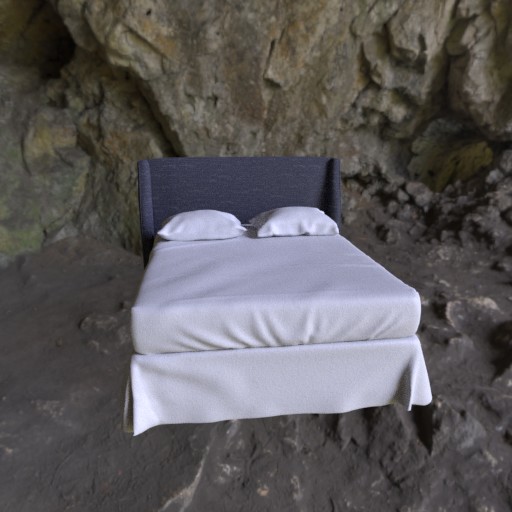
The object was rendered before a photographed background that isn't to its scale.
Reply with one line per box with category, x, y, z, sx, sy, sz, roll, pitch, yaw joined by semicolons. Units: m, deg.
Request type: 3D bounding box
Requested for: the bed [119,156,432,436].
bed;0.000;0.000;3.366;1.925;1.332;2.276;-2;17;-7
